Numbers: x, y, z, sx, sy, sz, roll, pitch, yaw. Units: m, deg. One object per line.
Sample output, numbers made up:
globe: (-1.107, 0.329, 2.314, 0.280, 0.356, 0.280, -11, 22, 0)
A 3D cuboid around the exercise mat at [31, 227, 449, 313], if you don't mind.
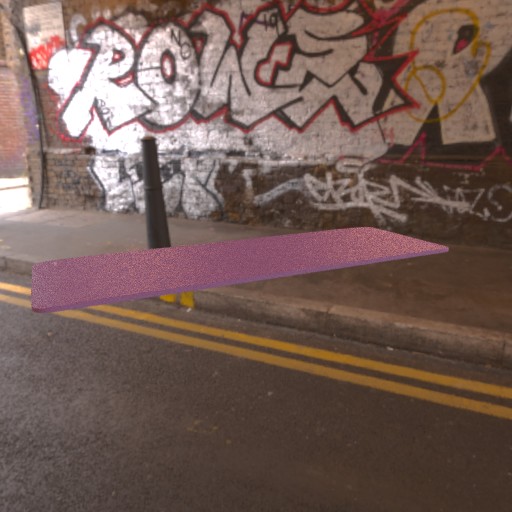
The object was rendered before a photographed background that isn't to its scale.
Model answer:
exercise mat: (0.000, 0.000, 2.050, 1.869, 0.021, 0.616, -7, 17, -25)
